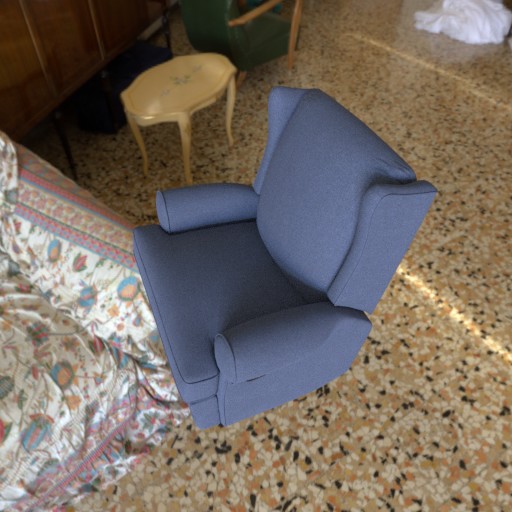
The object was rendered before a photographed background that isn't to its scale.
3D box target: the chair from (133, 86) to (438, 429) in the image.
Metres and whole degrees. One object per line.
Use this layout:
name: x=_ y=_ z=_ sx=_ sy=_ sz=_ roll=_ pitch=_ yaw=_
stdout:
chair: x=0.000 y=0.000 z=1.750 sx=0.877 sy=1.020 sz=0.971 roll=-17 pitch=48 yaw=-16
